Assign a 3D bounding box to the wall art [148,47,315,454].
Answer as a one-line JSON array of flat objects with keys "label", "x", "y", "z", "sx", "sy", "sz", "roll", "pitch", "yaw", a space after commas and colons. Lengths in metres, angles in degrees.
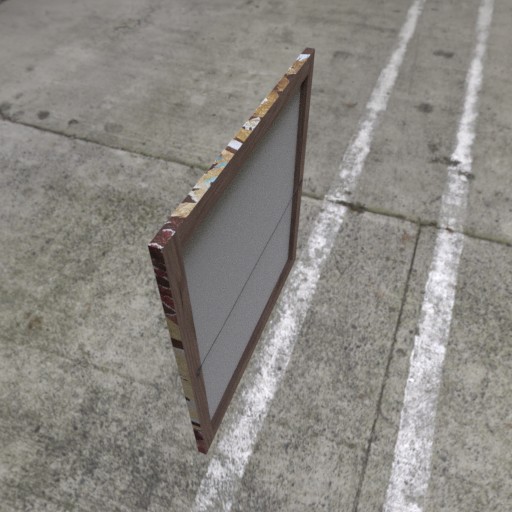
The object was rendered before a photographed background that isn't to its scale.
[{"label": "wall art", "x": 0.000, "y": 0.000, "z": 1.133, "sx": 0.028, "sy": 0.762, "sz": 0.757, "roll": 16, "pitch": 48, "yaw": 15}]
